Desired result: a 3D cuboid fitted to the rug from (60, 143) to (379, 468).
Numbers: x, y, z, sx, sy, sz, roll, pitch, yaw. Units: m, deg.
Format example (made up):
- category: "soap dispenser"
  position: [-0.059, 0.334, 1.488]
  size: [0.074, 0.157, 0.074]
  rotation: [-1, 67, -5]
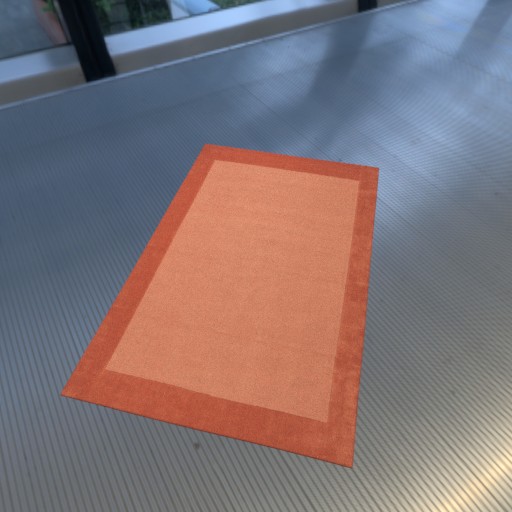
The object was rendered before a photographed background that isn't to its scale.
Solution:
- category: "rug"
  position: [0.000, 0.000, 3.009]
  size: [1.524, 0.014, 2.438]
  rotation: [10, 48, 9]
